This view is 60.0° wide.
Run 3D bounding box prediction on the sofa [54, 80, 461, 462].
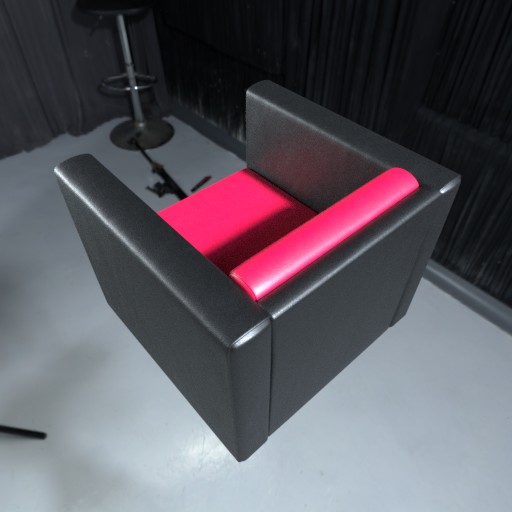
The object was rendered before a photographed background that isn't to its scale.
[{"bbox_3d":[0.000,0.000,1.477,0.839,0.724,0.809,-33,54,-27],"label":"sofa"}]
